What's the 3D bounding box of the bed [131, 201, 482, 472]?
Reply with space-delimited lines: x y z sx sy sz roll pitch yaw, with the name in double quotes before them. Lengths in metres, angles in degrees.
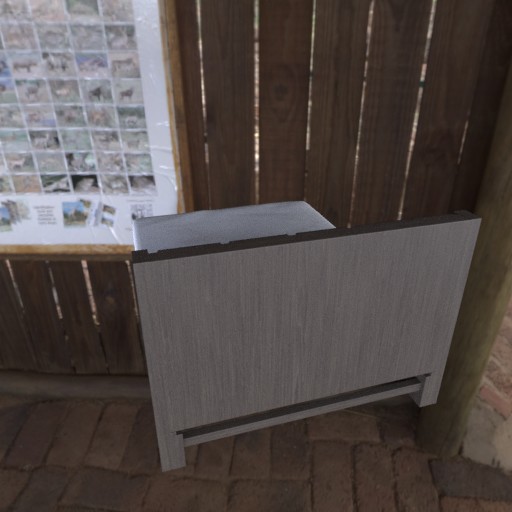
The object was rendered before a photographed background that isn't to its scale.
"bed" 0.000 0.000 3.278 1.727 1.270 2.242 -8 28 -15
